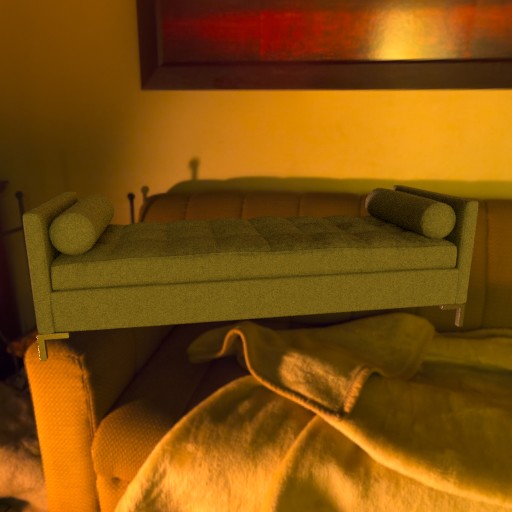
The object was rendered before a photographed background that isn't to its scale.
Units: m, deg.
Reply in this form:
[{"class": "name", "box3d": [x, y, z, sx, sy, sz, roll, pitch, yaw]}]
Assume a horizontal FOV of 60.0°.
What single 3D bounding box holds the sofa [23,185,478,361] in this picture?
[{"class": "sofa", "box3d": [0.000, 0.000, 2.421, 2.102, 0.657, 0.797, -3, 15, -10]}]
